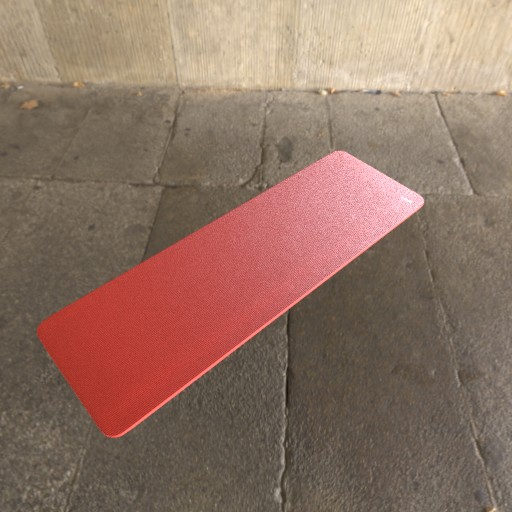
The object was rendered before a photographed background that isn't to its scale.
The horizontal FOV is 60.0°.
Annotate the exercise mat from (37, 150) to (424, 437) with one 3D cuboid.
[{"bbox_3d":[0.000,0.000,2.049,1.869,0.021,0.616,-33,56,-26],"label":"exercise mat"}]
